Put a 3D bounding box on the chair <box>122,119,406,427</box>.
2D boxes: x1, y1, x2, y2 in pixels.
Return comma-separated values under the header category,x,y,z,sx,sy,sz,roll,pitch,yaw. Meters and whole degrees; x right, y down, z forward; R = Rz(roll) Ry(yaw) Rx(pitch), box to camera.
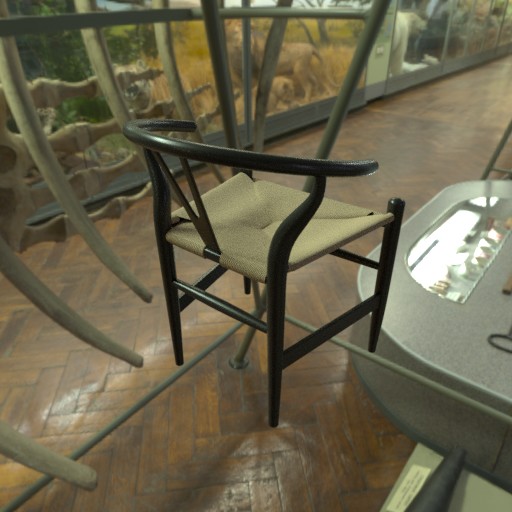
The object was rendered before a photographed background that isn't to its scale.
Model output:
category,x,y,z,sx,sy,sz,roll,pitch,yaw
chair,0.000,0.000,1.157,0.570,0.739,0.570,22,36,33
